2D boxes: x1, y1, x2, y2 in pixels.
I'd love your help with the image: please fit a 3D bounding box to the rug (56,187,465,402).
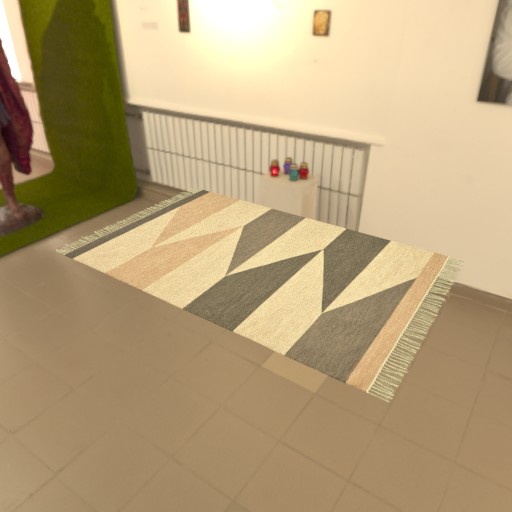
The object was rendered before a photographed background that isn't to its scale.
[{"bbox_3d":[0.000,0.000,2.528,2.021,0.027,1.224,19,35,29],"label":"rug"}]
